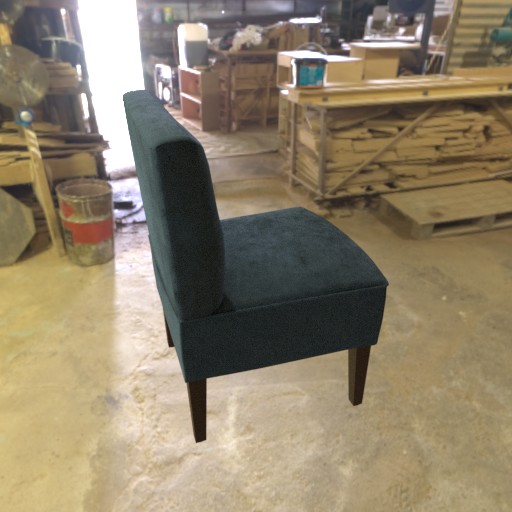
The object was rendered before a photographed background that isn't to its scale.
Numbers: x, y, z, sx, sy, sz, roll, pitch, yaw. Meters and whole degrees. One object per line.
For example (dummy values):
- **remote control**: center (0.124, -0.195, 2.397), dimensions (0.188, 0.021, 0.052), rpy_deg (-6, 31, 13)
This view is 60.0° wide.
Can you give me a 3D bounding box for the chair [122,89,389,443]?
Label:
- **chair**: center (0.000, 0.000, 1.174), dimensions (0.551, 0.806, 0.521), rpy_deg (-10, 31, -17)
